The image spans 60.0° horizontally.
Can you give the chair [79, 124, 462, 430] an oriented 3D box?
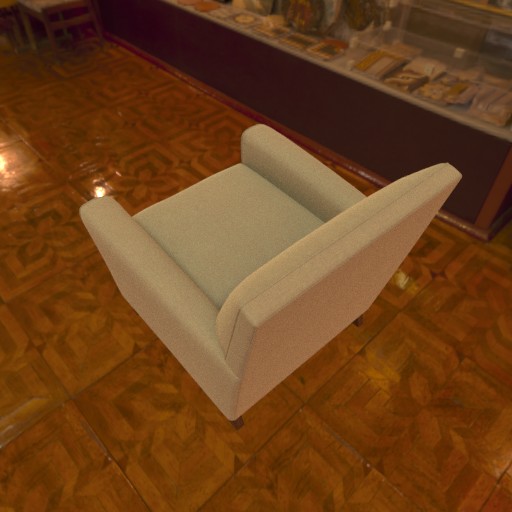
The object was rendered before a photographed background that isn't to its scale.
[{"bbox_3d":[0.000,0.000,1.572,0.840,0.846,0.871,-32,54,-27],"label":"chair"}]
